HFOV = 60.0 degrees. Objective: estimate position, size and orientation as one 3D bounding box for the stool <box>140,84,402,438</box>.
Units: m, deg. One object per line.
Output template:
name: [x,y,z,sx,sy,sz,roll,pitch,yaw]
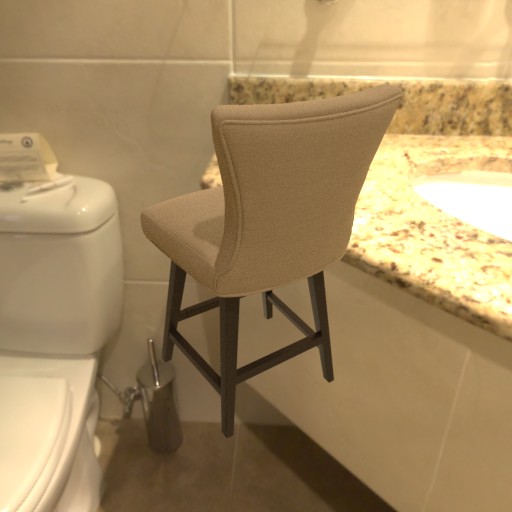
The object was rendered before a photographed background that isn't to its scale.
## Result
stool: [0.000,0.000,1.344,0.514,1.000,0.574,-18,35,-29]
